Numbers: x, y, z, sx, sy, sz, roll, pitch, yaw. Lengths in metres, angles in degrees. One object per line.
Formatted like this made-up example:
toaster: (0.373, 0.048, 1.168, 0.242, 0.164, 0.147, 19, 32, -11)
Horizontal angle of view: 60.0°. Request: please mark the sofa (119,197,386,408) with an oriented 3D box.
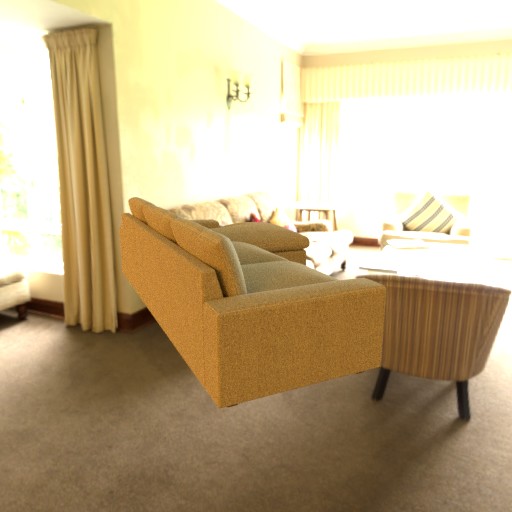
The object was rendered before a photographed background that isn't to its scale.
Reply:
sofa: (0.000, 0.000, 3.549, 1.689, 0.813, 2.718, -6, 15, -25)
